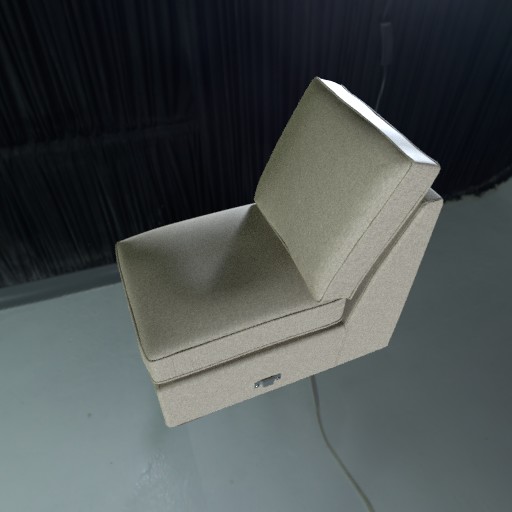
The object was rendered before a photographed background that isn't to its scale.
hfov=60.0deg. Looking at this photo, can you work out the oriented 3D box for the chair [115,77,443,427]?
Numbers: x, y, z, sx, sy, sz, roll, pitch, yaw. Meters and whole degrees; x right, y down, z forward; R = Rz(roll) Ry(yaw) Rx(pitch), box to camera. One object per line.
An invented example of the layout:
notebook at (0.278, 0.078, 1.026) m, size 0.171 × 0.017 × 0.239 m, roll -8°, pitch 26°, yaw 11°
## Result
chair at (0.000, 0.000, 1.722) m, size 1.020 × 1.058 × 0.674 m, roll -16°, pitch 47°, yaw -16°
